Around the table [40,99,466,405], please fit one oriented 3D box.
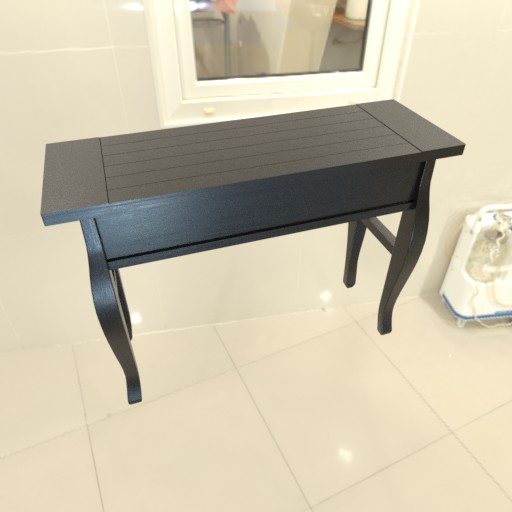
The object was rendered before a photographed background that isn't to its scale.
[{"bbox_3d":[0.000,0.000,1.423,1.062,0.768,0.373,-12,41,-14],"label":"table"}]
